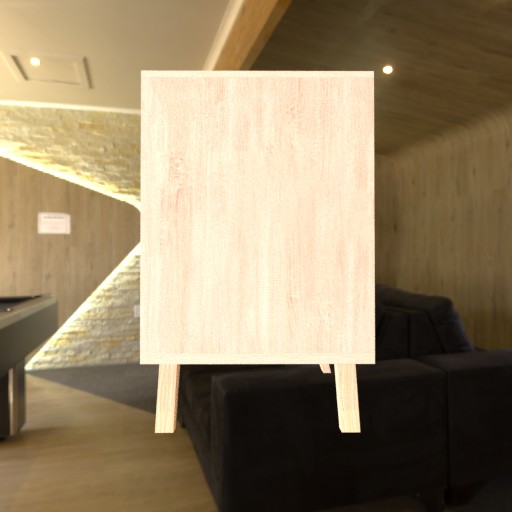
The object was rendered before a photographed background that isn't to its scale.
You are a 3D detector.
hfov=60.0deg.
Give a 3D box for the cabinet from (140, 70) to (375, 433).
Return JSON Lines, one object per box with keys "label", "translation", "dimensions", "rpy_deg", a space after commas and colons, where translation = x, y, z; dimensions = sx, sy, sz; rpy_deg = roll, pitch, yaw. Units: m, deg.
{"label": "cabinet", "translation": [0.000, 0.000, 1.501], "dimensions": [0.500, 0.780, 1.110], "rpy_deg": [0, -1, 0]}
